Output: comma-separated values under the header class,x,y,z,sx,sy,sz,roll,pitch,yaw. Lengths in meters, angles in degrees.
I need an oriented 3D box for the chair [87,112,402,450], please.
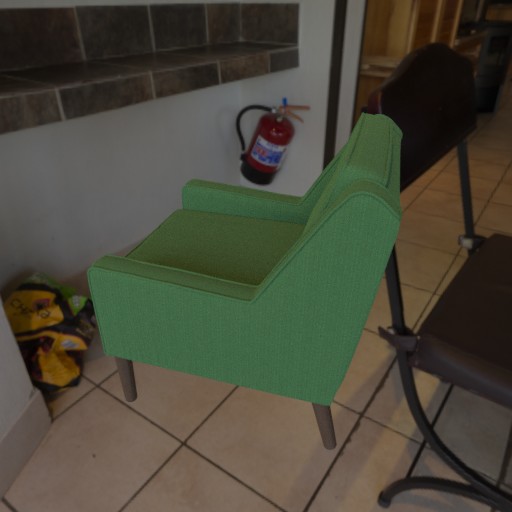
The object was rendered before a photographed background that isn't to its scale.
class,x,y,z,sx,sy,sz,roll,pitch,yaw
chair,0.000,0.000,1.332,0.743,0.792,0.663,8,31,14
